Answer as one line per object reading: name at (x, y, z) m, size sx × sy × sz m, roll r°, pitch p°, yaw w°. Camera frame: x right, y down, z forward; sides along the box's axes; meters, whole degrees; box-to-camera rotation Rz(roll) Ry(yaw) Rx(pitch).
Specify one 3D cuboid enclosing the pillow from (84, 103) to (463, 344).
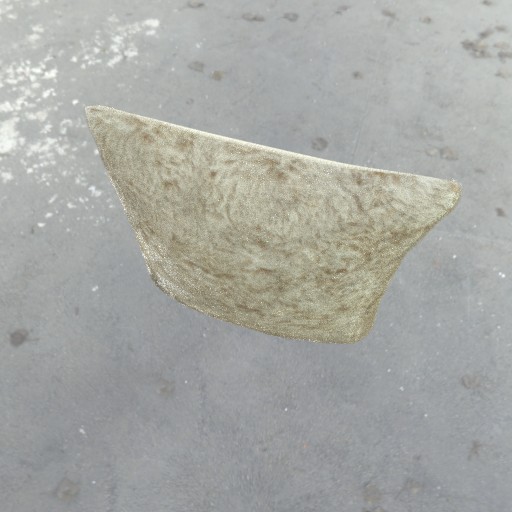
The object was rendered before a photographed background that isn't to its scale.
pillow at (0.000, 0.000, 0.799) m, size 0.538 × 0.525 × 0.216 m, roll 15°, pitch 60°, yaw 9°
